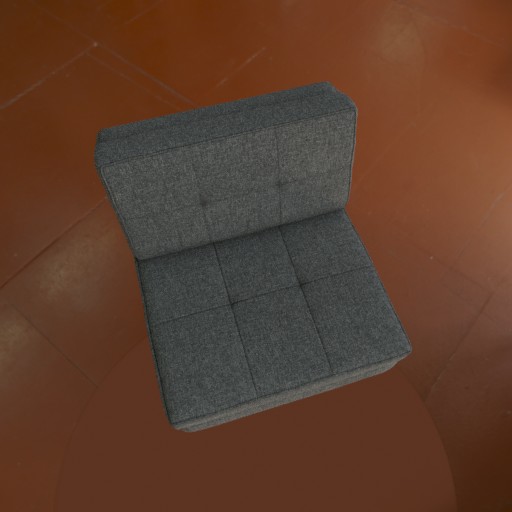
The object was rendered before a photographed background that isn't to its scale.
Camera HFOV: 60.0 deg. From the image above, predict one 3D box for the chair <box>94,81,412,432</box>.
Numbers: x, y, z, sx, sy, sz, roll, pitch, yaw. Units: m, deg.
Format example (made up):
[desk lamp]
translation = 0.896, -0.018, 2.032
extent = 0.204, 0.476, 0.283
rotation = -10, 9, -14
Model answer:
[chair]
translation = 0.000, 0.000, 1.335
extent = 0.740, 0.615, 0.800
rotation = -15, 64, -8
